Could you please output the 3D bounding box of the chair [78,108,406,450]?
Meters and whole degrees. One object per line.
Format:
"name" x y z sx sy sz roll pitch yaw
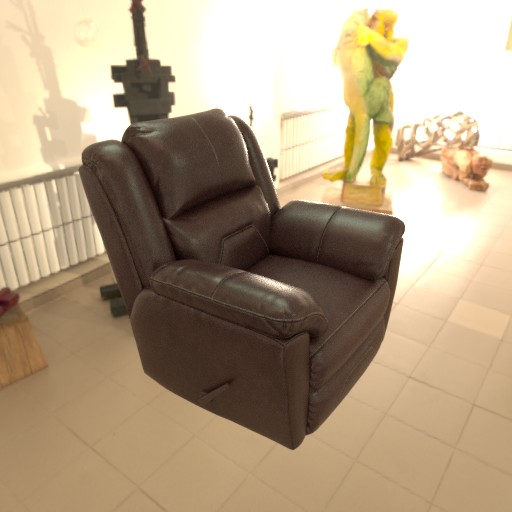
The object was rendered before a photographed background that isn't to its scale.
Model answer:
"chair" 0.000 0.000 1.902 1.041 1.093 0.990 19 32 32
